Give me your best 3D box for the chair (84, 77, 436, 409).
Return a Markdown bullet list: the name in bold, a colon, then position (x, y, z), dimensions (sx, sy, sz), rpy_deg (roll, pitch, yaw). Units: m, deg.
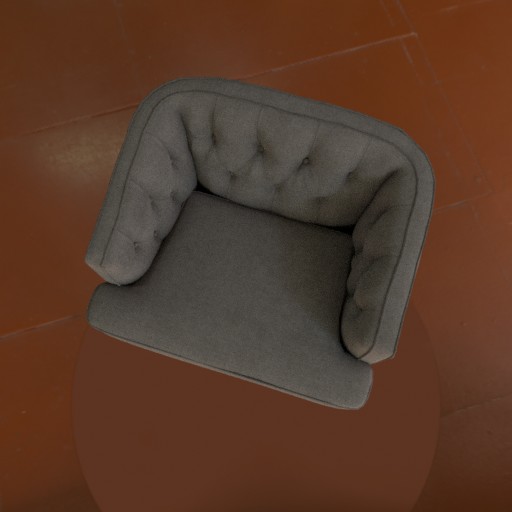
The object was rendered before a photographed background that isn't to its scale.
- **chair**: position (0.000, 0.000, 1.768), dimensions (1.104, 0.852, 0.941), rpy_deg (16, 75, 5)
